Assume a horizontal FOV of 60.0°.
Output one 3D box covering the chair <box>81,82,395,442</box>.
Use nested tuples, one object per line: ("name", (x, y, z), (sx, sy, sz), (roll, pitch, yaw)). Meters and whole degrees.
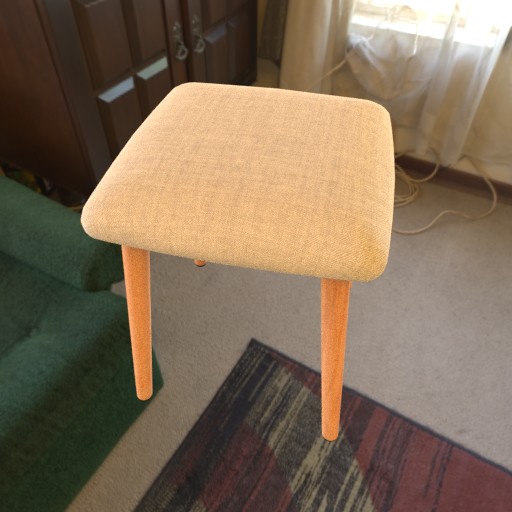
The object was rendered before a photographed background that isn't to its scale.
("chair", (0.000, 0.000, 0.698), (0.350, 0.440, 0.350), (9, 47, 9))
